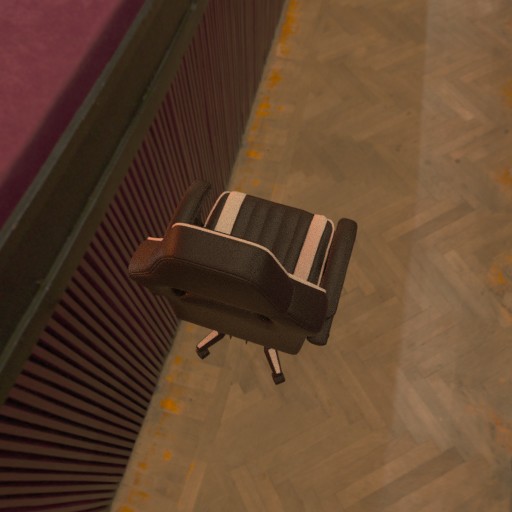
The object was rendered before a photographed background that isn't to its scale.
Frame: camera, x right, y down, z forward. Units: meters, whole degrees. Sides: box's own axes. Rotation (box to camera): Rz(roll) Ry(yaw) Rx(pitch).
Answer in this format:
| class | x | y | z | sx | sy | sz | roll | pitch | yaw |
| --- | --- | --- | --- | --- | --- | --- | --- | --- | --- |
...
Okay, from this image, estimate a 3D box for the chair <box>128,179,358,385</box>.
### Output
| class | x | y | z | sx | sy | sz | roll | pitch | yaw |
| --- | --- | --- | --- | --- | --- | --- | --- | --- | --- |
| chair | 0.000 | 0.000 | 1.626 | 0.676 | 1.200 | 0.700 | 16 | 64 | 8 |
